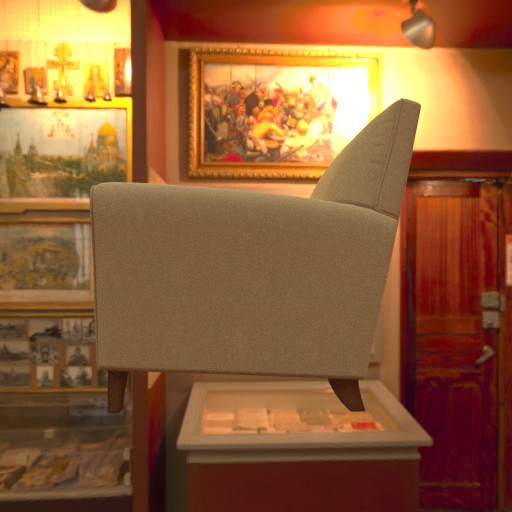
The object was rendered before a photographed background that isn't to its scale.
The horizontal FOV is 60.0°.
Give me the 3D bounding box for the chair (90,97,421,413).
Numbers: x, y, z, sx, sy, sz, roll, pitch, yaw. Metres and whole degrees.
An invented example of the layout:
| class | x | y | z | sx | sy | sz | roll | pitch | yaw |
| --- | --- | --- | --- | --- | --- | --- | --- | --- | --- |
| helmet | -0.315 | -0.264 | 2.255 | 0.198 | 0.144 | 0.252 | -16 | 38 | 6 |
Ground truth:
| class | x | y | z | sx | sy | sz | roll | pitch | yaw |
| --- | --- | --- | --- | --- | --- | --- | --- | --- | --- |
| chair | 0.000 | 0.000 | 1.550 | 0.871 | 0.846 | 0.840 | 0 | 0 | 0 |
